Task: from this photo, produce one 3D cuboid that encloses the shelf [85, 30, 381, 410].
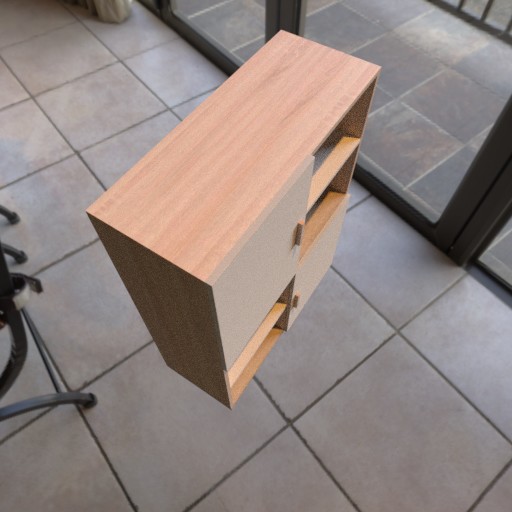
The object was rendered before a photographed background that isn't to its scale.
[{"bbox_3d":[0.000,0.000,1.926,0.434,1.405,0.995,29,62,17],"label":"shelf"}]
